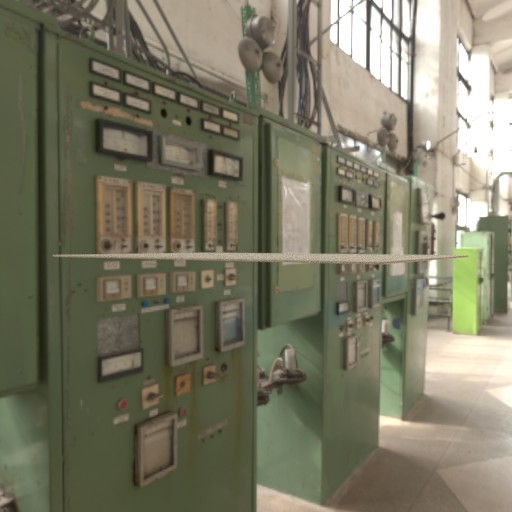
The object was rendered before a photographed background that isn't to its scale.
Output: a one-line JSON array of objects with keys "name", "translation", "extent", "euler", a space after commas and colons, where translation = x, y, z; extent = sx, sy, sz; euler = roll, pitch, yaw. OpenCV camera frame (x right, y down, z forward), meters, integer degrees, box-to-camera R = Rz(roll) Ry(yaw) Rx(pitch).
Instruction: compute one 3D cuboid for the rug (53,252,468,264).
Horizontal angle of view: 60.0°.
[{"name": "rug", "translation": [0.000, 0.000, 2.334], "extent": [1.829, 0.010, 1.219], "euler": [1, 1, 36]}]
